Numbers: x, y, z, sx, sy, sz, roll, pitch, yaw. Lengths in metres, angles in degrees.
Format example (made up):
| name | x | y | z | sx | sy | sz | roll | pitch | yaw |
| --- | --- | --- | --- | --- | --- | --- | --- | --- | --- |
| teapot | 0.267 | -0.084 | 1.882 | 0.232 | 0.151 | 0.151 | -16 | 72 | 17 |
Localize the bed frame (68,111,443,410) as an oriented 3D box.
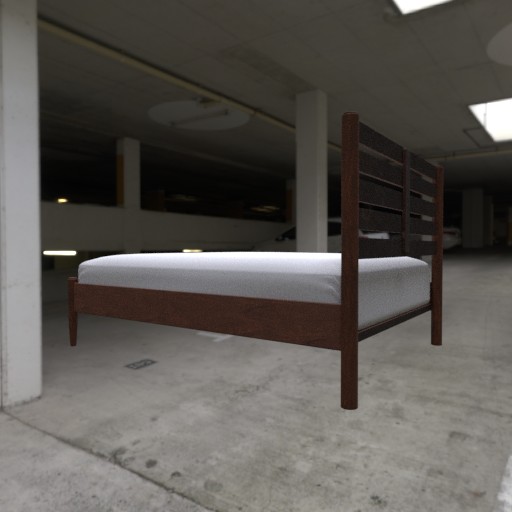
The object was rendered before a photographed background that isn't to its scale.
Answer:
| name | x | y | z | sx | sy | sz | roll | pitch | yaw |
| --- | --- | --- | --- | --- | --- | --- | --- | --- | --- |
| bed frame | 0.000 | 0.000 | 3.255 | 2.234 | 1.321 | 1.655 | 1 | 1 | 35 |
